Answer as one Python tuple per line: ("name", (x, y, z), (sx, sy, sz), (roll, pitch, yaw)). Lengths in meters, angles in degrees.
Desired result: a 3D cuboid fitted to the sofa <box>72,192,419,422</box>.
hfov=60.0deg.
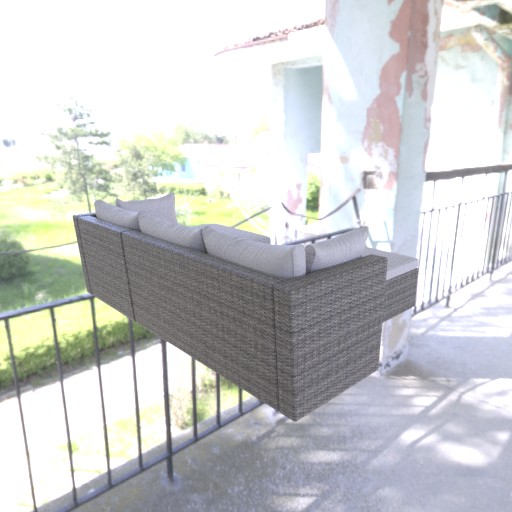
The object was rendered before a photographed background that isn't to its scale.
("sofa", (0.000, 0.000, 3.089), (1.662, 0.766, 2.192), (-14, 21, -41))
